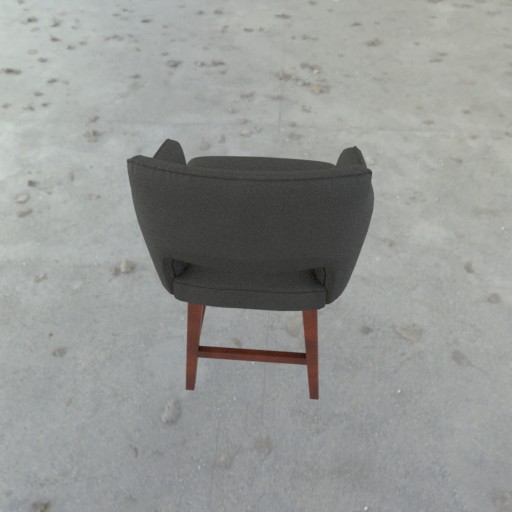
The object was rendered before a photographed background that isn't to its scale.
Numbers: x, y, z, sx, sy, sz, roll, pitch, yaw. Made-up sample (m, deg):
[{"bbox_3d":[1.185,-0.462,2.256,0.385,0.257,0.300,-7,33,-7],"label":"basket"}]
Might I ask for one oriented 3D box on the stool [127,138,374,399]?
[{"bbox_3d":[0.000,0.000,1.233,0.548,0.912,0.558,3,46,3],"label":"stool"}]
